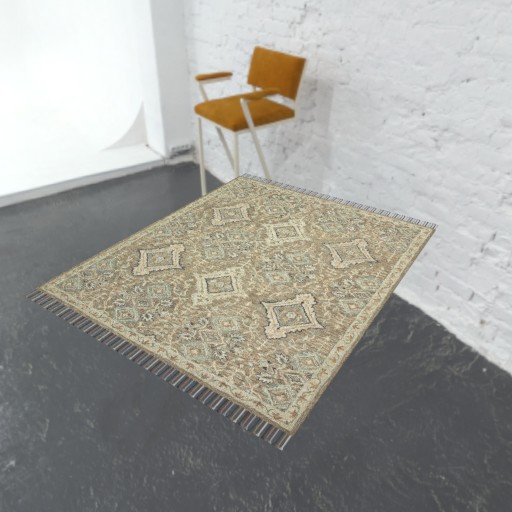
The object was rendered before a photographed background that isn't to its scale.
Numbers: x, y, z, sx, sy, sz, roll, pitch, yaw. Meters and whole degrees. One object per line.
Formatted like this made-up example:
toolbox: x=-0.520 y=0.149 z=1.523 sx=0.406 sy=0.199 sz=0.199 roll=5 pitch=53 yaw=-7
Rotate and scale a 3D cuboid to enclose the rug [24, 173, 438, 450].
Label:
rug: x=0.000 y=0.000 z=4.037 sx=2.437 sy=0.010 sz=3.056 roll=20 pitch=38 yaw=28
